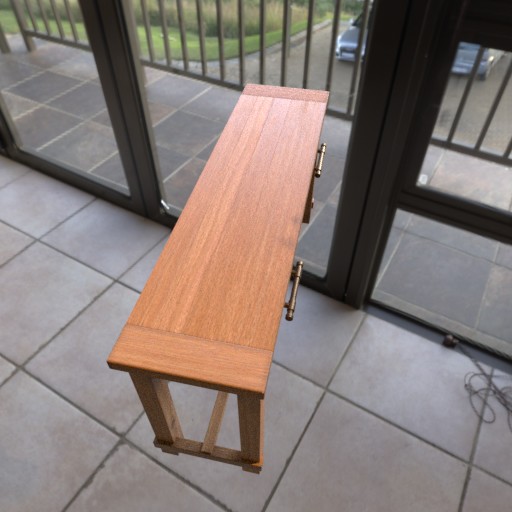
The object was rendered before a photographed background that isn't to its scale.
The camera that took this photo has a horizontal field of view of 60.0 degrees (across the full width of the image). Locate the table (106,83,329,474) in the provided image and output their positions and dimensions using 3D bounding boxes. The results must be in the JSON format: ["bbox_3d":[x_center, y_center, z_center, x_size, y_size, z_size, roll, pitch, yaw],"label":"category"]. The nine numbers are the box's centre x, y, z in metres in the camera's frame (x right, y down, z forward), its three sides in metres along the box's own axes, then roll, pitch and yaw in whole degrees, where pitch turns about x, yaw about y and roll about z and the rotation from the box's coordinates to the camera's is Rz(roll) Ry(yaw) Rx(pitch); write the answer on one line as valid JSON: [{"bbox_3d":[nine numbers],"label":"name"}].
[{"bbox_3d":[0.000,0.000,1.913,0.442,0.762,1.599,9,47,8],"label":"table"}]
